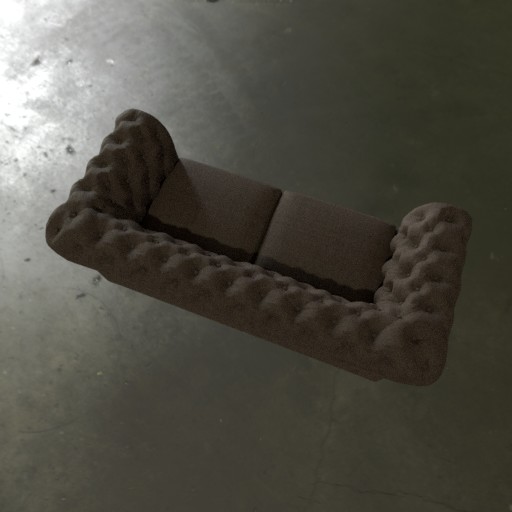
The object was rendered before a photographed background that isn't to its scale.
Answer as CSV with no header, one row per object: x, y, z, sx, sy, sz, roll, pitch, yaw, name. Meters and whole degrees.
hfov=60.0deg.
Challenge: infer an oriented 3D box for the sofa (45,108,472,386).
0.000,0.000,2.494,2.048,0.780,0.944,19,65,9,sofa
